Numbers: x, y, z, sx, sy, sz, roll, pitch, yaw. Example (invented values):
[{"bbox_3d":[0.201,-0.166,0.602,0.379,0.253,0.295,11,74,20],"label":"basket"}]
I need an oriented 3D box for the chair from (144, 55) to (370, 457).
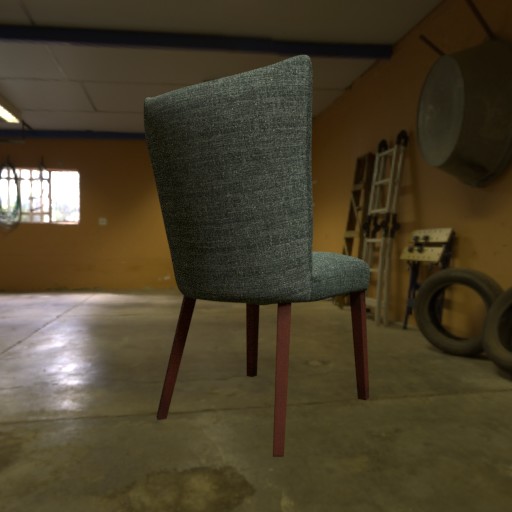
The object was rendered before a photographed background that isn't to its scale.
[{"bbox_3d":[0.000,0.000,1.303,0.535,0.924,0.623,1,2,35],"label":"chair"}]
